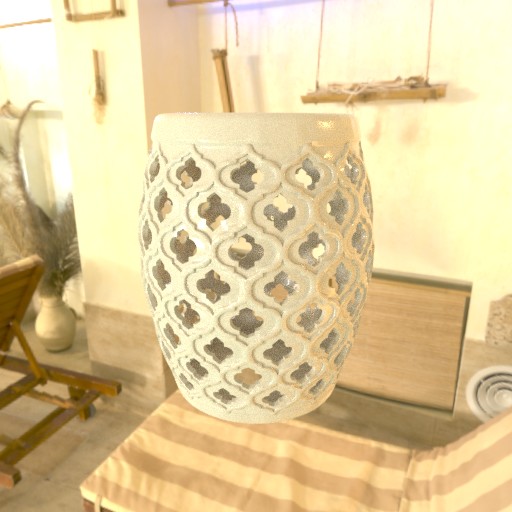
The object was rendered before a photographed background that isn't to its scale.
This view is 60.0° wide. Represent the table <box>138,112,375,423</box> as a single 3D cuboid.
[{"bbox_3d":[0.000,0.000,0.636,0.325,0.388,0.325,0,17,0],"label":"table"}]
